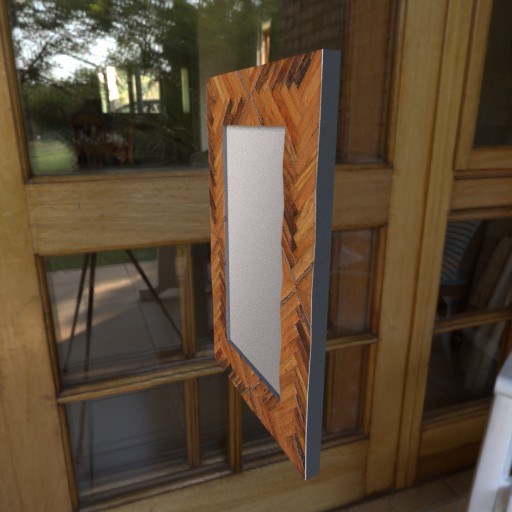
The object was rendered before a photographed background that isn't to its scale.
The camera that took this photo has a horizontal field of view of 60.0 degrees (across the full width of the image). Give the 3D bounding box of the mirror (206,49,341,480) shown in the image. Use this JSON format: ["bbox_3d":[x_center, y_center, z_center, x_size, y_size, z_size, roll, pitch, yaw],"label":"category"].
[{"bbox_3d":[0.000,0.000,1.162,0.044,0.912,0.606,-8,18,-24],"label":"mirror"}]
